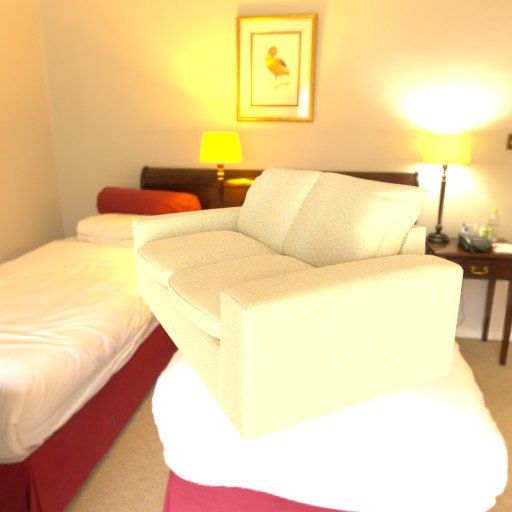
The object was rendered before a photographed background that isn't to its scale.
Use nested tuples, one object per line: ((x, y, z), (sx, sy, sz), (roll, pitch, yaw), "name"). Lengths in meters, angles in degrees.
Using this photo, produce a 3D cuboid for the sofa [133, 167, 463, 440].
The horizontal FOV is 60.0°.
((0.000, 0.000, 2.412), (1.091, 0.875, 1.754), (-8, 17, -26), "sofa")
